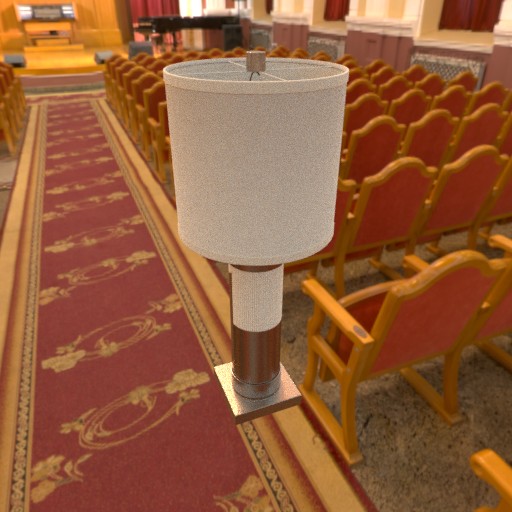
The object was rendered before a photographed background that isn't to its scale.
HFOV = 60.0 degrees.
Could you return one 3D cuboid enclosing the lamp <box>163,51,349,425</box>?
[{"bbox_3d":[0.000,0.000,0.607,0.202,0.509,0.202,-11,32,-19],"label":"lamp"}]
